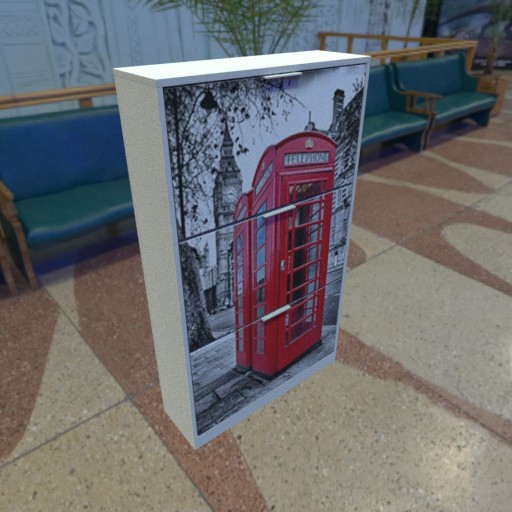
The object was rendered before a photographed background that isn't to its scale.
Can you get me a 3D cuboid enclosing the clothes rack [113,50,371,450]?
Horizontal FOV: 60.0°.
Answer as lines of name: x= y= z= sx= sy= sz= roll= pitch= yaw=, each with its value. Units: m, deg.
clothes rack: x=0.000 y=0.000 z=1.586 sx=0.750 sy=1.280 sz=0.250 roll=-22 pitch=37 yaw=-33
